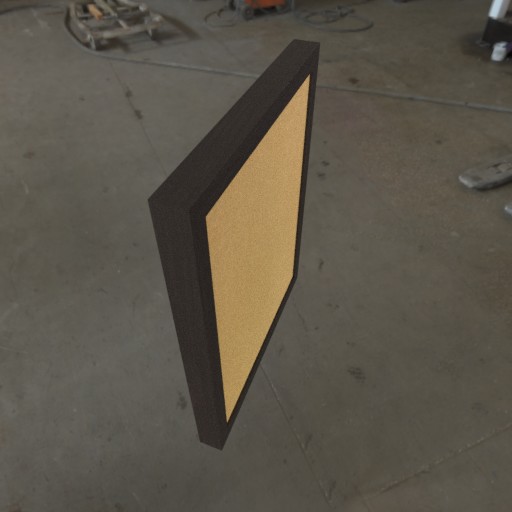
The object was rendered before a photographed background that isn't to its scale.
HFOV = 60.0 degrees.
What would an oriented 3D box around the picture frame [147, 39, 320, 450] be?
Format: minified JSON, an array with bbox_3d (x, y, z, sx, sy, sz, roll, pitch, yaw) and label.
[{"bbox_3d":[0.000,0.000,0.758,0.044,0.555,0.452,15,47,15],"label":"picture frame"}]
